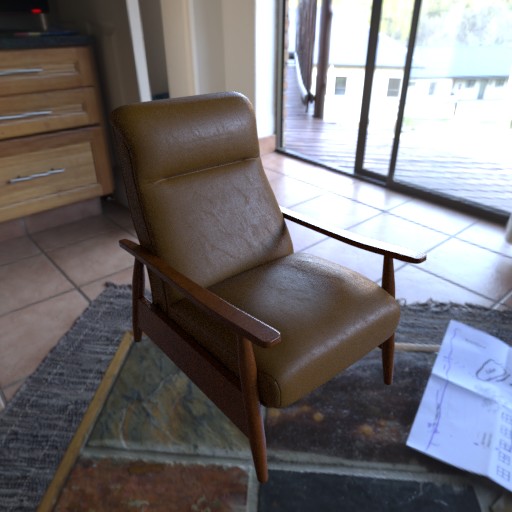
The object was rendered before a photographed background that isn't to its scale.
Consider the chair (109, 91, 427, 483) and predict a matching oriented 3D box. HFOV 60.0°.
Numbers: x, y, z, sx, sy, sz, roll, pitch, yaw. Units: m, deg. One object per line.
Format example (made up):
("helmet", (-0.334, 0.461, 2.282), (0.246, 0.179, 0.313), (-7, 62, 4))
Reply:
("chair", (0.000, 0.000, 1.749), (0.762, 1.082, 1.014), (-22, 36, -34))
